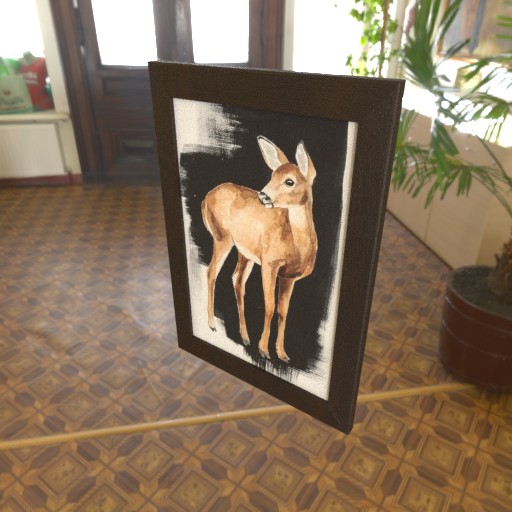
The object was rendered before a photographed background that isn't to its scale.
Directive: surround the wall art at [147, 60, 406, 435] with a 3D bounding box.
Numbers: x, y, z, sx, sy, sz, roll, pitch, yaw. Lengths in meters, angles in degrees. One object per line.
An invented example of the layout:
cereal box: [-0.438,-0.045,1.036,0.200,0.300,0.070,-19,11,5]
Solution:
wall art: [0.000,0.000,0.656,0.359,0.513,0.017,19,34,30]
